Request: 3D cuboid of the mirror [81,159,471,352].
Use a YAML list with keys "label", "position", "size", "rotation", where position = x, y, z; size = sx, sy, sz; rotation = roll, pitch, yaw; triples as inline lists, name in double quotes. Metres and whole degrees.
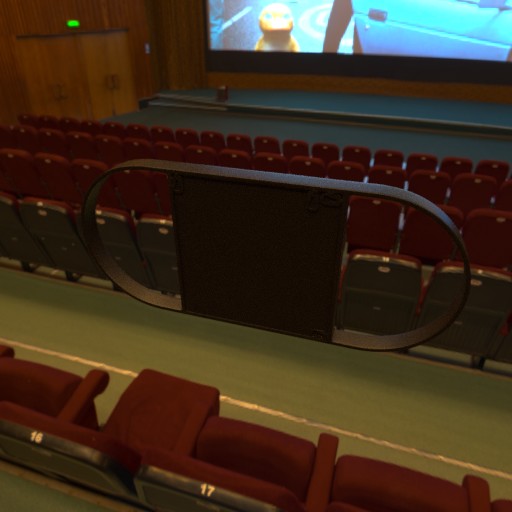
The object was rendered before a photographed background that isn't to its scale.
- label: "mirror"
  position: [0.000, 0.000, 0.659]
  size: [0.584, 0.254, 0.032]
  rotation: [9, 32, 15]
